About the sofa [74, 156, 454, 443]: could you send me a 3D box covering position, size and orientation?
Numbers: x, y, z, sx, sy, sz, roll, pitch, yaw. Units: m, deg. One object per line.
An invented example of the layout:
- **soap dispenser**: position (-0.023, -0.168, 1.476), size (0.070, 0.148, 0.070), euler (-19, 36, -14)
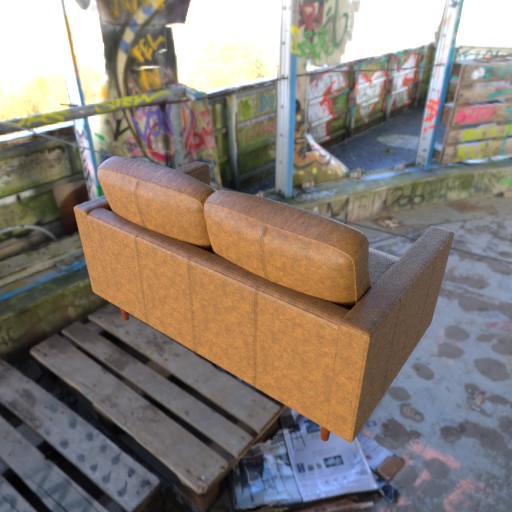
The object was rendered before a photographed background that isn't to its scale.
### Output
- **sofa**: position (0.000, 0.000, 2.185), size (1.578, 0.951, 0.909), euler (21, 37, 32)
